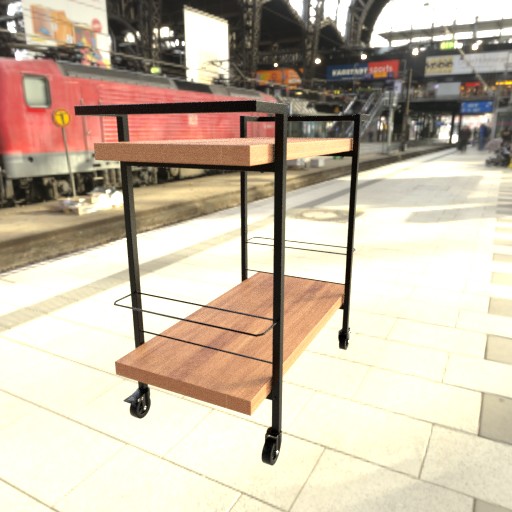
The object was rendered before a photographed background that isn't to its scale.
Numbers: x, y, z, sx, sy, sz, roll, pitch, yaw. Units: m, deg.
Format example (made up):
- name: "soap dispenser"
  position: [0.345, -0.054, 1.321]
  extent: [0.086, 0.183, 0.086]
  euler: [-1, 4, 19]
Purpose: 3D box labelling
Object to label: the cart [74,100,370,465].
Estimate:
- name: "cart"
  position: [0.000, 0.000, 1.229]
  extent: [0.406, 0.762, 0.806]
  euler: [8, 18, 25]
